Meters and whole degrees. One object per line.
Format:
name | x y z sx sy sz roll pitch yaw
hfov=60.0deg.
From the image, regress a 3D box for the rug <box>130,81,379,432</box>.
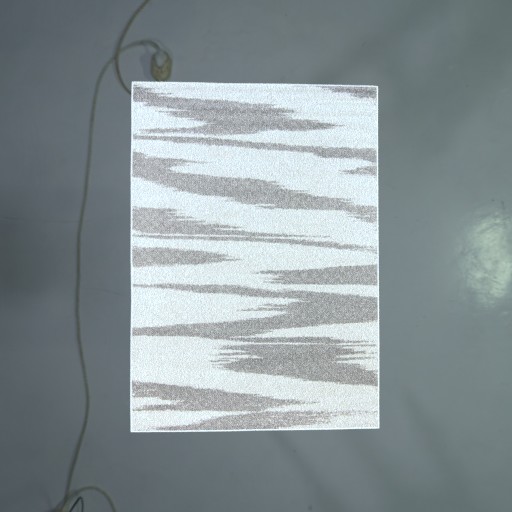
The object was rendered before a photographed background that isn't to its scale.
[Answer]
rug | 0.000 0.000 2.733 1.533 0.010 2.142 0 89 -2
